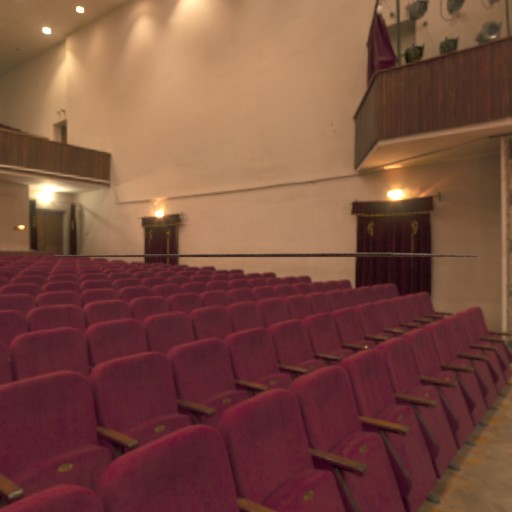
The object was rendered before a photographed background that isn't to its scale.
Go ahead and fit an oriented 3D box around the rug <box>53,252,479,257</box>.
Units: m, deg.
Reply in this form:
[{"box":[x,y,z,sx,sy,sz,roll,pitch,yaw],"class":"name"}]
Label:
[{"box":[0.000,0.000,3.027,2.476,0.011,1.554,0,0,37],"class":"rug"}]
